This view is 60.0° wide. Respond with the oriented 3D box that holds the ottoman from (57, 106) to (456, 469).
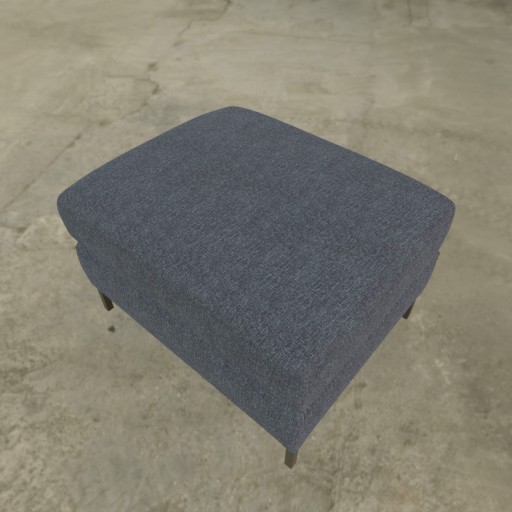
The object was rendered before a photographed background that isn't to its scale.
[{"bbox_3d":[0.000,0.000,1.297,0.831,0.533,0.695,32,53,27],"label":"ottoman"}]
